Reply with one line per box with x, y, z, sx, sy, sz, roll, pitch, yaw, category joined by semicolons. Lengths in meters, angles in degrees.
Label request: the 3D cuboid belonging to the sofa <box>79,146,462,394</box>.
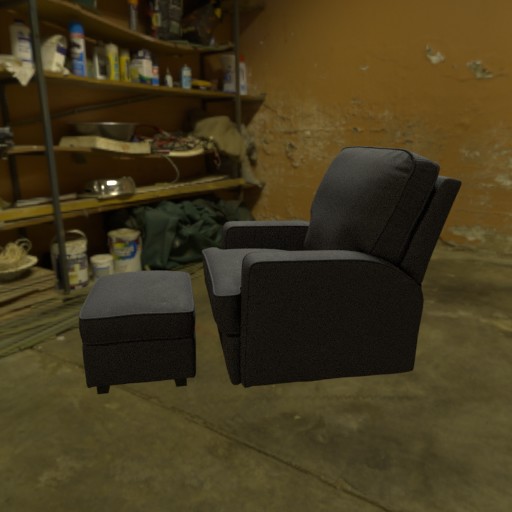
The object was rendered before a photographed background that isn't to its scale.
0.000;0.000;2.002;1.472;0.959;0.861;-3;15;-10;sofa
